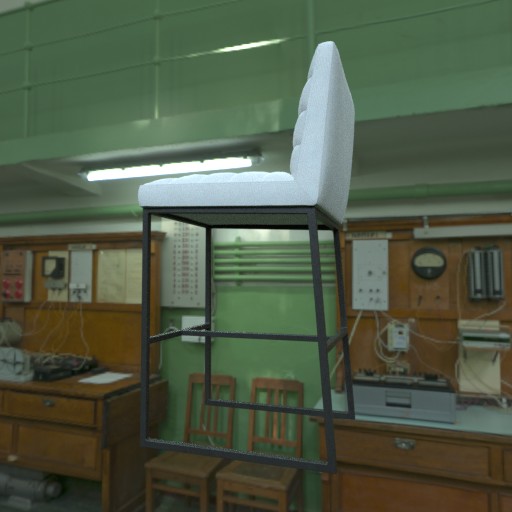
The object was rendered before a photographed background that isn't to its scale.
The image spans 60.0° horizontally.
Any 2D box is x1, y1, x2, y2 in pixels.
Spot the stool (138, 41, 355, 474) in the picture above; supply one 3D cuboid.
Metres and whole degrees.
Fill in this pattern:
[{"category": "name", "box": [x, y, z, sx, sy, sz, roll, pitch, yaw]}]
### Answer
[{"category": "stool", "box": [0.000, 0.000, 1.367, 0.573, 1.061, 0.464, -1, -3, 18]}]
